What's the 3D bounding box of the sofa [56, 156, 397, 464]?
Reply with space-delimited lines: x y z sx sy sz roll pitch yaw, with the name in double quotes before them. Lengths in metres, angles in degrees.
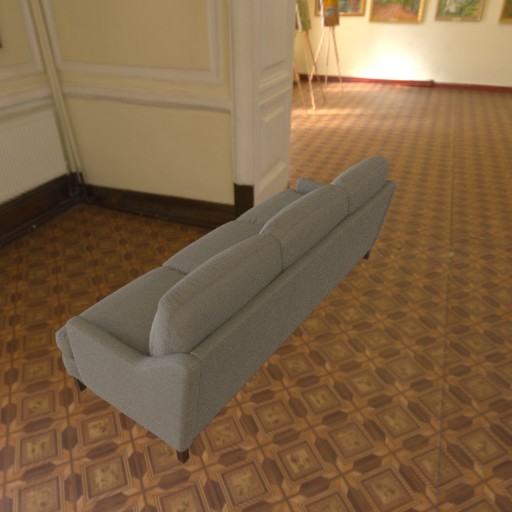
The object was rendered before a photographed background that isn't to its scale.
"sofa" 0.000 0.000 2.851 0.987 0.926 2.344 20 36 29
